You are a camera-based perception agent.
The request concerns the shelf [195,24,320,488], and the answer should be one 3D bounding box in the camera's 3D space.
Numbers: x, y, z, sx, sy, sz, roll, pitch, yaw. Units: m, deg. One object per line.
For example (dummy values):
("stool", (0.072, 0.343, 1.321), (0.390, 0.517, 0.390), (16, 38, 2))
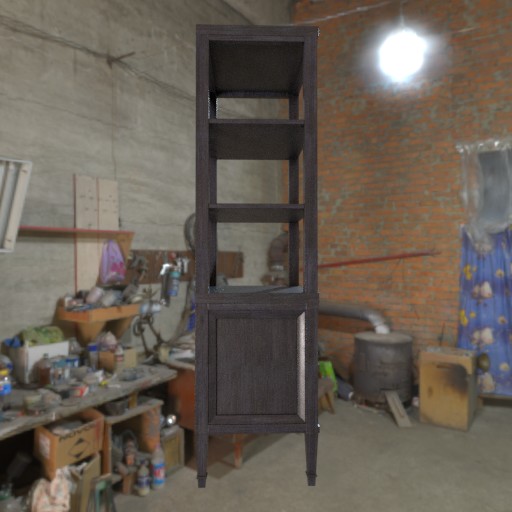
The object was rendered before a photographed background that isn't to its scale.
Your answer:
("shelf", (0.000, 0.000, 1.945), (0.472, 1.727, 0.584), (0, -1, -2))
